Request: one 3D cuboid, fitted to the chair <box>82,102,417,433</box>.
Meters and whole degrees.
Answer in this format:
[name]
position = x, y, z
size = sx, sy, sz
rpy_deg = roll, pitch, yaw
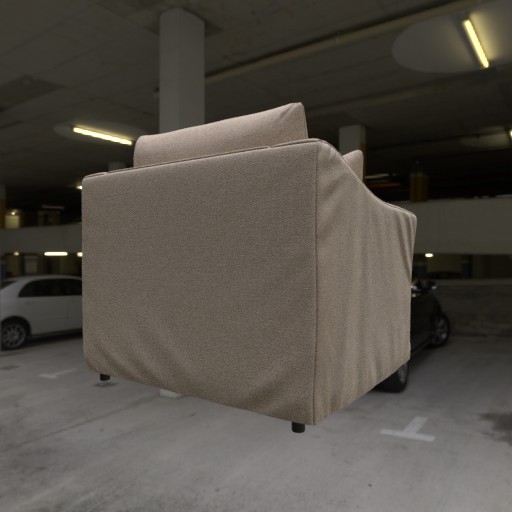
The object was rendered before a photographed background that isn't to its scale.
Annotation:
[chair]
position = 0.000, 0.000, 2.058
size = 1.194, 1.093, 1.071
rpy_deg = 0, 1, 35
